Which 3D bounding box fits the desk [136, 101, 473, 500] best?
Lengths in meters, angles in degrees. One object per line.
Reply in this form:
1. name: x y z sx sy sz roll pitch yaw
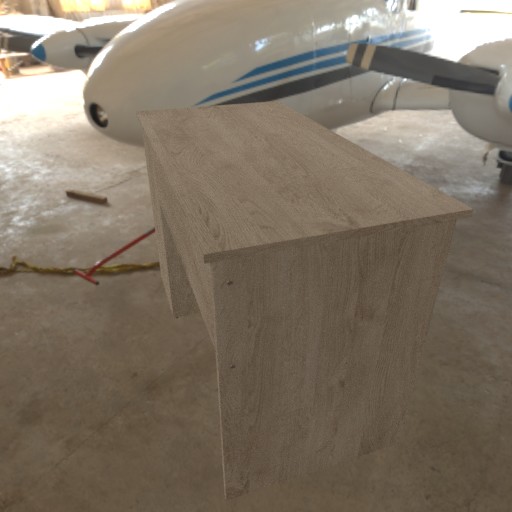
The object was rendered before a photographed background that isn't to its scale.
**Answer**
1. desk: 0.000 0.000 1.452 0.560 0.730 1.096 -10 32 -16
